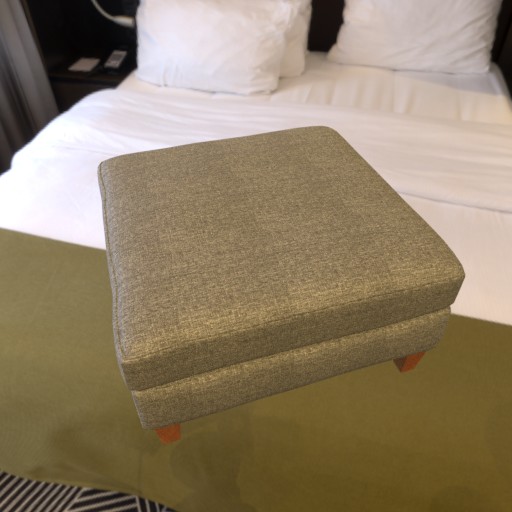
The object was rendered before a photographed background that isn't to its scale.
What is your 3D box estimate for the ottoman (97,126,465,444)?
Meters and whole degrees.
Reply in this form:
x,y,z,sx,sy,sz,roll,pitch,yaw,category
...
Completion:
x,y,z,sx,sy,sz,roll,pitch,yaw,category
0.000,0.000,1.364,0.838,0.481,0.838,-12,44,-13,ottoman
